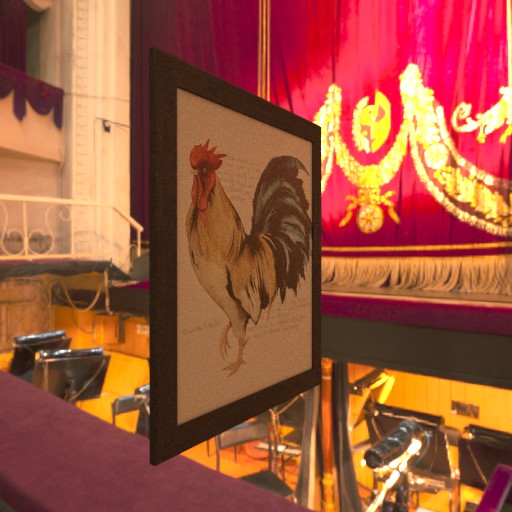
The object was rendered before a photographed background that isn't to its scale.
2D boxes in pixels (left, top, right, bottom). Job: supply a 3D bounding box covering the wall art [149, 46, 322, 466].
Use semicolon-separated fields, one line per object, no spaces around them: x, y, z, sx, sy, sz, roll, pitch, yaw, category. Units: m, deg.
0.000;0.000;0.796;0.013;0.570;0.476;0;0;36;wall art
